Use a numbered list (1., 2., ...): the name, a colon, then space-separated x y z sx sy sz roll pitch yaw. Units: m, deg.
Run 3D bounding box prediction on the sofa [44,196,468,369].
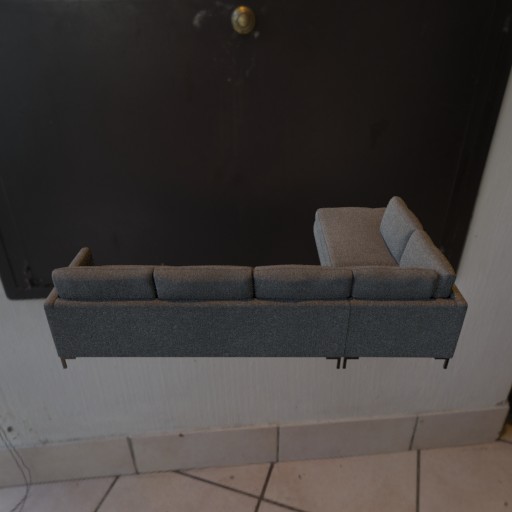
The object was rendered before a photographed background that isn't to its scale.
1. sofa: 0.000 0.000 3.955 2.949 0.815 2.007 0 30 0
